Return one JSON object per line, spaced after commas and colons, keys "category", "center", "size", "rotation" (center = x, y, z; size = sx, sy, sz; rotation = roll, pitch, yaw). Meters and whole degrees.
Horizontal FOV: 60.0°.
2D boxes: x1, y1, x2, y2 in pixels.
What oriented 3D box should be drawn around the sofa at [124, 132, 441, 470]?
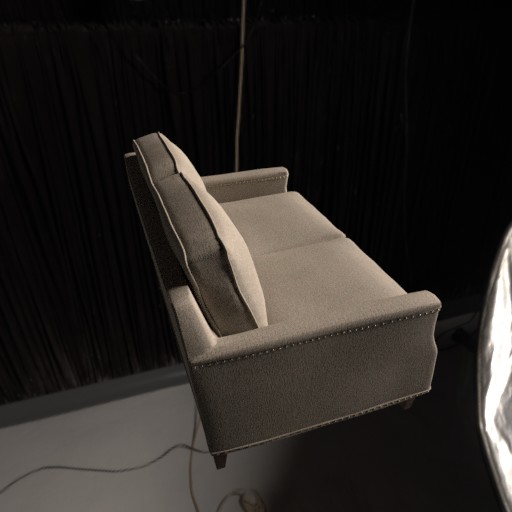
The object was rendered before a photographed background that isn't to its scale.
{"category": "sofa", "center": [0.000, 0.000, 2.240], "size": [1.084, 1.003, 1.597], "rotation": [-10, 33, -17]}
